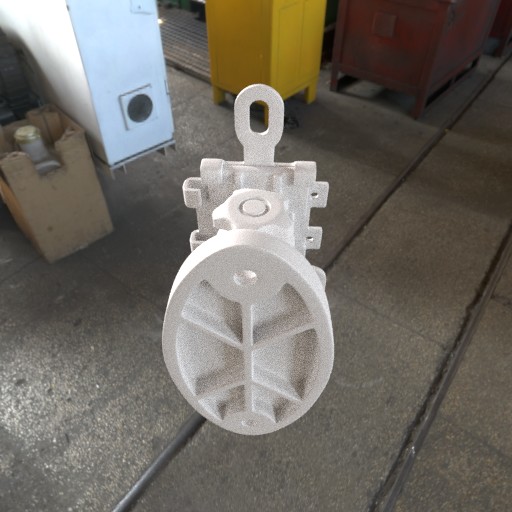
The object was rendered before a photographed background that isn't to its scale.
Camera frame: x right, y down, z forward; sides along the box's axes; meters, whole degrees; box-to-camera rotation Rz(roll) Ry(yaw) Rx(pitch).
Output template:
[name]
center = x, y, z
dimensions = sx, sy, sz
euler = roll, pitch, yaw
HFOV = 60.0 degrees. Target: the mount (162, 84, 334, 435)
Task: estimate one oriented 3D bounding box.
[mount]
center = 0.000, 0.000, 0.175
dimensions = 0.066, 0.118, 0.100
euler = 2, 45, 2
